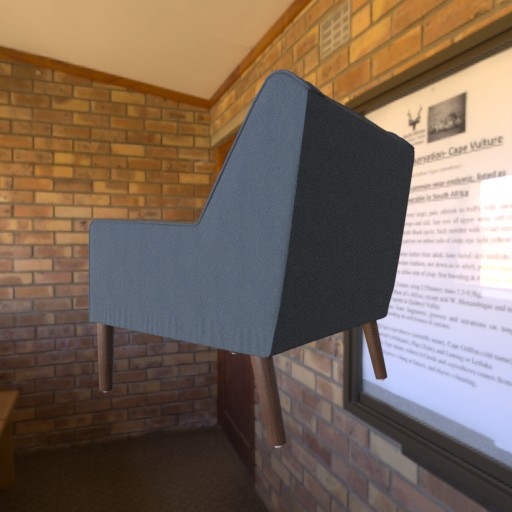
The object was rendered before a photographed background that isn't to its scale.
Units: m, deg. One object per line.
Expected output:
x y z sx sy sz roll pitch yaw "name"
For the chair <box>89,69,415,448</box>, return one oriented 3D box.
0.000 0.000 1.312 0.733 0.780 0.663 1 1 37 "chair"
